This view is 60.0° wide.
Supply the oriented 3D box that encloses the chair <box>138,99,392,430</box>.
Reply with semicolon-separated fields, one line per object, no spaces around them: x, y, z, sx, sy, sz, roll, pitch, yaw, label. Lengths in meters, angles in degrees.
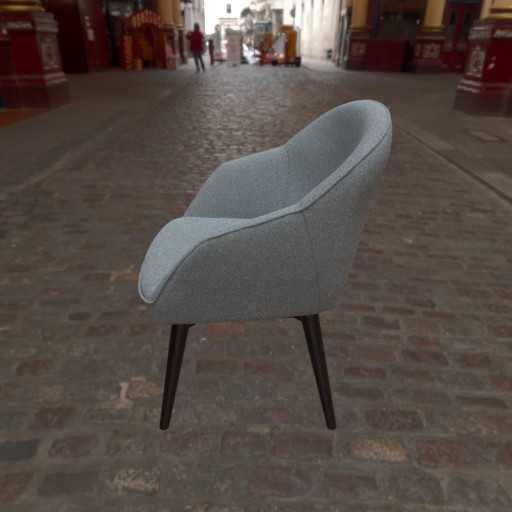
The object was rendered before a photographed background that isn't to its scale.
0.000;0.000;1.234;0.611;0.810;0.589;0;27;0;chair
